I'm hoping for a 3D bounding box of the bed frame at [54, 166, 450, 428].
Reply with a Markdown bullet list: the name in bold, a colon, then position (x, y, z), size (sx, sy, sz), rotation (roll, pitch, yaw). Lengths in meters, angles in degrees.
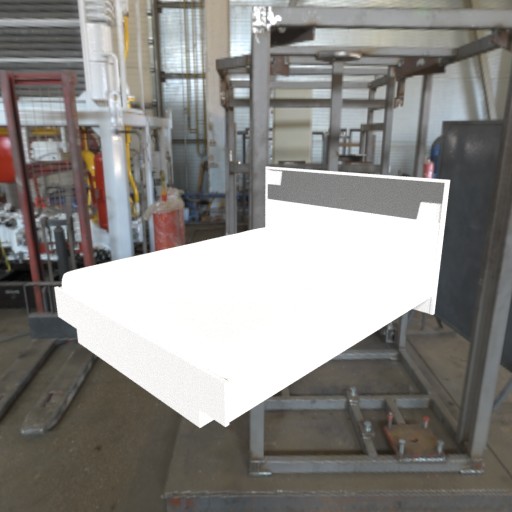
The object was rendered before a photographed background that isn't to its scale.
- **bed frame**: position (0.000, 0.000, 3.047), size (1.711, 1.001, 2.100), rotation (15, 21, 42)
